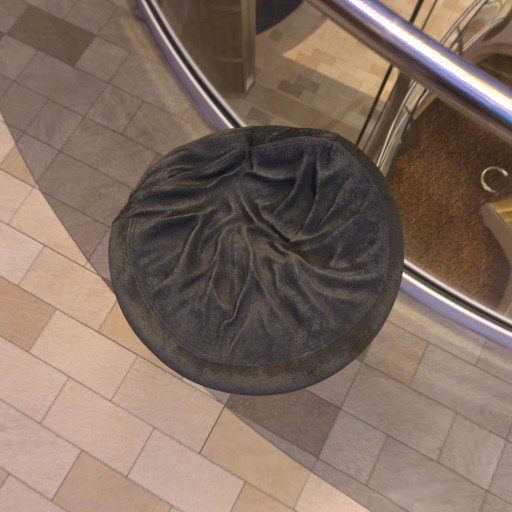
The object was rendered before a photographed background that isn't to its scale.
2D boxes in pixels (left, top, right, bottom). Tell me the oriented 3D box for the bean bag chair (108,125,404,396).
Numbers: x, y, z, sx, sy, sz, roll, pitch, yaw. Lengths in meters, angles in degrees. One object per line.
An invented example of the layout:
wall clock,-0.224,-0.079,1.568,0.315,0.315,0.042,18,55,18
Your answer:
bean bag chair,0.000,0.000,1.524,0.918,0.605,0.918,0,75,0
